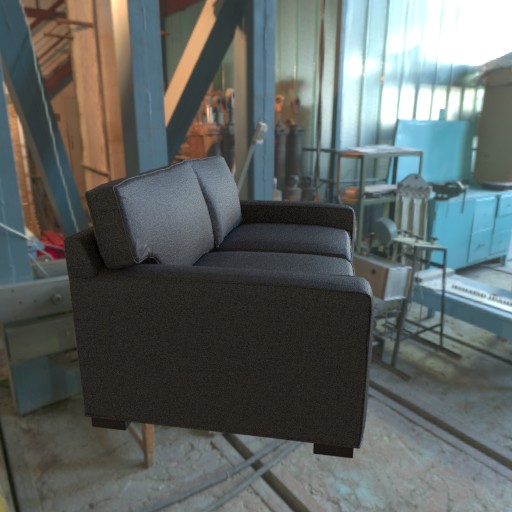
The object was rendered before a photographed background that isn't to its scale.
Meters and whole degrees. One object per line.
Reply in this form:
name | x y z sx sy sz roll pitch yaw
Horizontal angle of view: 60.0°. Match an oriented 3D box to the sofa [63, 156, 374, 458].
sofa | 0.000 0.000 2.097 0.974 0.887 1.534 3 16 9
